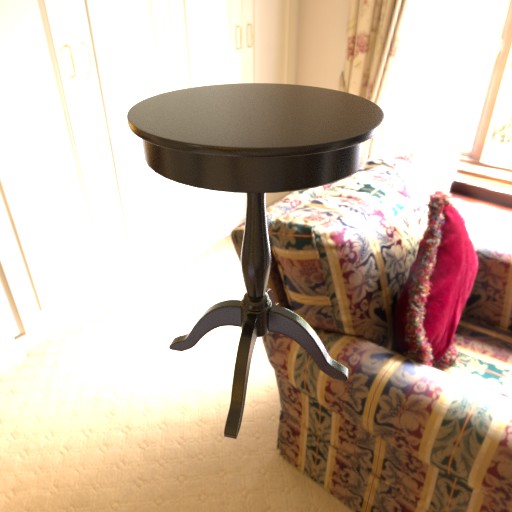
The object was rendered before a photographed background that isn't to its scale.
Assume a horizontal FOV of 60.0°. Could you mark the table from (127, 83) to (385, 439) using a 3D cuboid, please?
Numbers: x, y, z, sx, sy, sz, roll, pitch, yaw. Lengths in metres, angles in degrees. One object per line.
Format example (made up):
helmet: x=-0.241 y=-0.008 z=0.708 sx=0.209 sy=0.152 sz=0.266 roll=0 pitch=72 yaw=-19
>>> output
table: x=0.000 y=0.000 z=1.016 sx=0.481 sy=0.665 sz=0.481 roll=0 pitch=32 yaw=0
